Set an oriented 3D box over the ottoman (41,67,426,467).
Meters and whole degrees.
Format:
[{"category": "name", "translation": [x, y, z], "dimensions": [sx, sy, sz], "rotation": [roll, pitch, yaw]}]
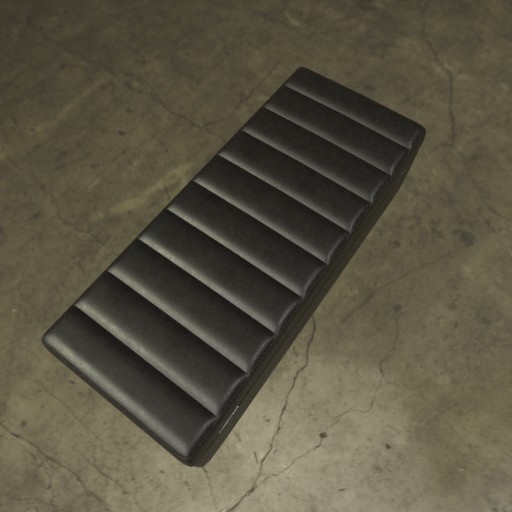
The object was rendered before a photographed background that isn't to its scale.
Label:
[{"category": "ottoman", "translation": [0.000, 0.000, 1.382], "dimensions": [0.482, 0.469, 1.151], "rotation": [33, 68, 15]}]
